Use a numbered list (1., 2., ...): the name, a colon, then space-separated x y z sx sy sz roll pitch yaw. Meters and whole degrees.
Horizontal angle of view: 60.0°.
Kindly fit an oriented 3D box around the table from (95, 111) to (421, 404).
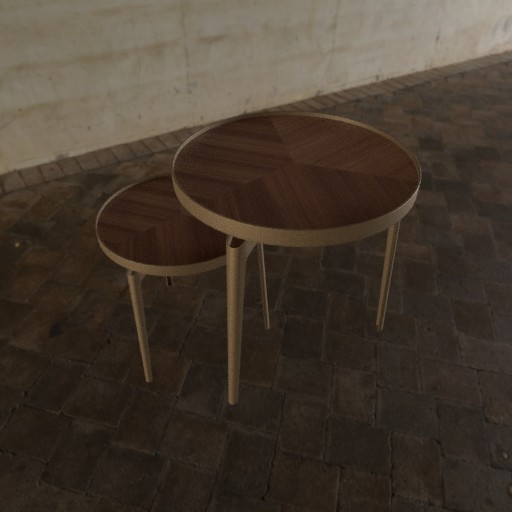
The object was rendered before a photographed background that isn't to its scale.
1. table: 0.000 0.000 1.141 0.751 0.555 0.532 0 40 0
